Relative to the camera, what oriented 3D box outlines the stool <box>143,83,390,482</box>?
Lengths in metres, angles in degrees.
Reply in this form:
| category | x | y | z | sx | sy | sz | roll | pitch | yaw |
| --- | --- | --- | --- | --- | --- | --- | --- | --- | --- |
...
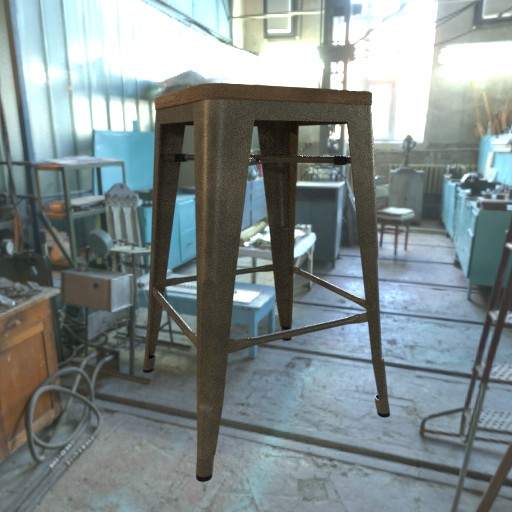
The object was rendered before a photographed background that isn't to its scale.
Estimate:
| category | x | y | z | sx | sy | sz | roll | pitch | yaw |
| --- | --- | --- | --- | --- | --- | --- | --- | --- | --- |
| stool | 0.000 | 0.000 | 0.892 | 0.407 | 0.607 | 0.407 | -7 | 17 | -26 |
